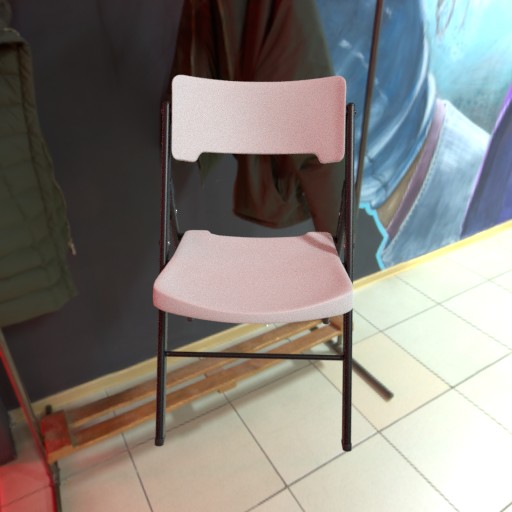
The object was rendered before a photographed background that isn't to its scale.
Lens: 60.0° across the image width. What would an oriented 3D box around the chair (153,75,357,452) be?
[{"bbox_3d":[0.000,0.000,1.095,0.482,0.765,0.577,1,31,2],"label":"chair"}]
